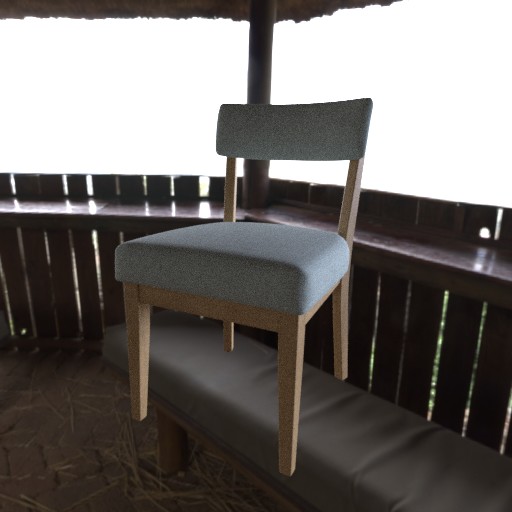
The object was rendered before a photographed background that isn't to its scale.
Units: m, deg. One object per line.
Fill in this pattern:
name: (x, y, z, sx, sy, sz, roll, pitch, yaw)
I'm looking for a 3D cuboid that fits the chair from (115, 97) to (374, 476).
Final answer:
chair: (0.000, 0.000, 1.205, 0.508, 0.832, 0.572, 8, 17, 26)
